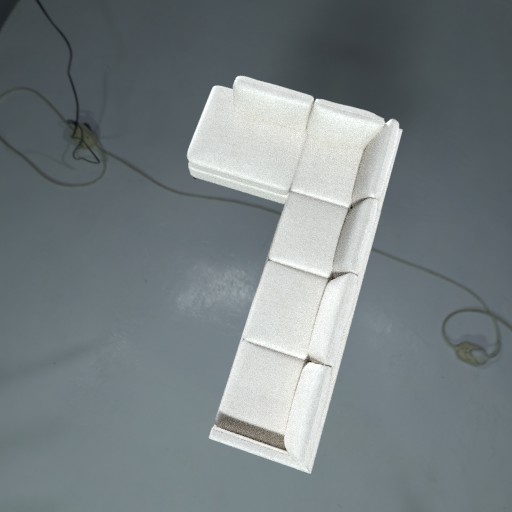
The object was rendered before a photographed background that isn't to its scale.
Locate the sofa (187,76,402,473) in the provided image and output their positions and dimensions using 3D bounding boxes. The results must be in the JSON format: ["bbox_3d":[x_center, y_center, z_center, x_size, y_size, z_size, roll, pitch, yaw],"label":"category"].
[{"bbox_3d":[0.000,0.000,4.372,2.048,0.996,3.384,17,77,4],"label":"sofa"}]
